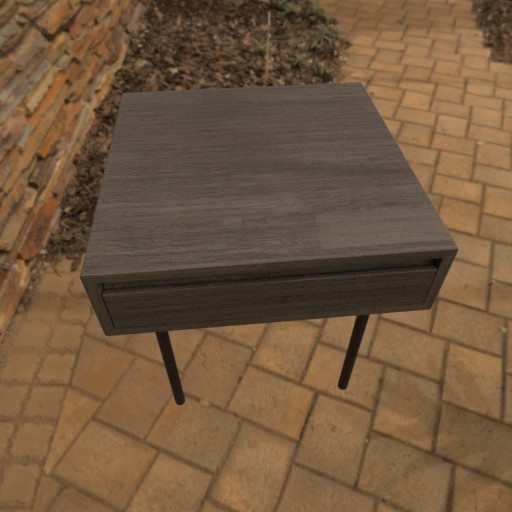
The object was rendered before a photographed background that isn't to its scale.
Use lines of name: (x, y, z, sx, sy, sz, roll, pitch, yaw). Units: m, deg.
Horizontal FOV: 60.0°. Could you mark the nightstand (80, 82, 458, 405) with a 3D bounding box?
nightstand: (0.000, 0.000, 0.930, 0.502, 0.497, 0.503, -4, 46, -4)
